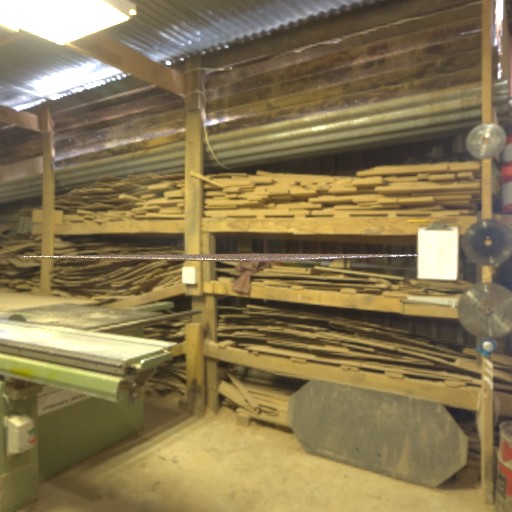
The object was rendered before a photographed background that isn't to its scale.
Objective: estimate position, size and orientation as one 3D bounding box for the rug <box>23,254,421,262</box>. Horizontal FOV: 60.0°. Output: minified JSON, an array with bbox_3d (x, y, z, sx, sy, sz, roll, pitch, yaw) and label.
[{"bbox_3d":[0.000,0.000,2.335,1.219,0.009,1.829,0,1,35],"label":"rug"}]
